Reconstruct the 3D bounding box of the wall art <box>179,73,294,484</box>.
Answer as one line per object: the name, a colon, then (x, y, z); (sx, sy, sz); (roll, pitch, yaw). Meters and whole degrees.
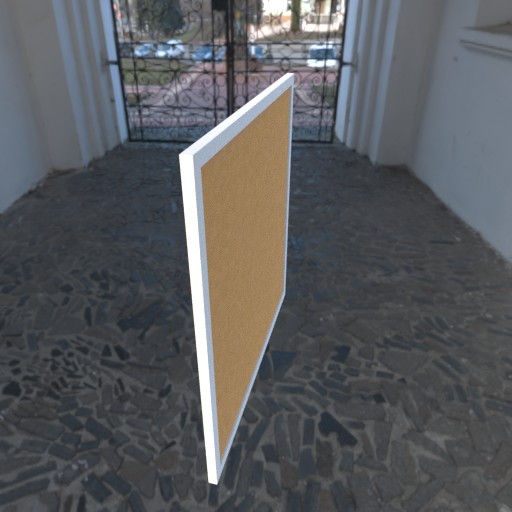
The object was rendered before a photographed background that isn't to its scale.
wall art: (0.000, 0.000, 0.676); (0.012, 0.457, 0.457); (8, 31, 13)
